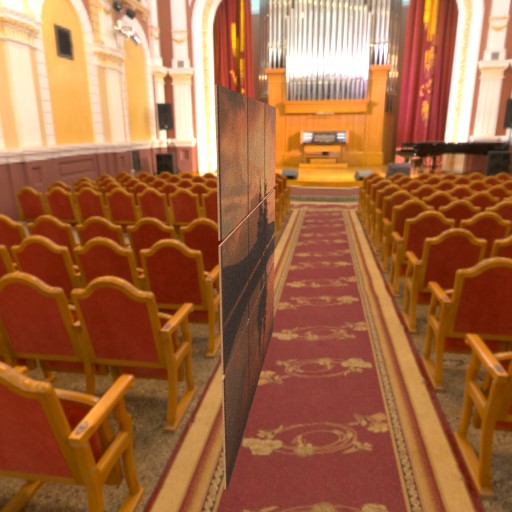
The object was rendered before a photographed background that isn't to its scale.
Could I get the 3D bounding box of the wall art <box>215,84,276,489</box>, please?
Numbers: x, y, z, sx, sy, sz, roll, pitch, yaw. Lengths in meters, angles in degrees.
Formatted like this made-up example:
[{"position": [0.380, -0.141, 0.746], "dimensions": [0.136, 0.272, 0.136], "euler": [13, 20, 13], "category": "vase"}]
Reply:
[{"position": [0.000, 0.000, 2.294], "dimensions": [0.013, 1.525, 1.520], "euler": [3, 16, 9], "category": "wall art"}]
